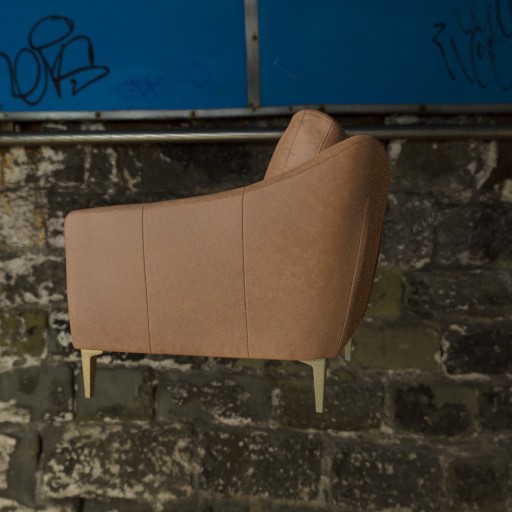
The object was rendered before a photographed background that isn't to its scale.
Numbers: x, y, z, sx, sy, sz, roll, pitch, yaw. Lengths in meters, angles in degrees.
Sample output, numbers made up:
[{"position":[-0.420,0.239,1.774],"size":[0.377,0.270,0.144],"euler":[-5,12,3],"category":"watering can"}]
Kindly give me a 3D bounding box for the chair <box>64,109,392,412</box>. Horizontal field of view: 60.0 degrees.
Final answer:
[{"position":[0.000,0.000,1.686],"size":[0.963,0.895,0.988],"euler":[1,2,19],"category":"chair"}]
